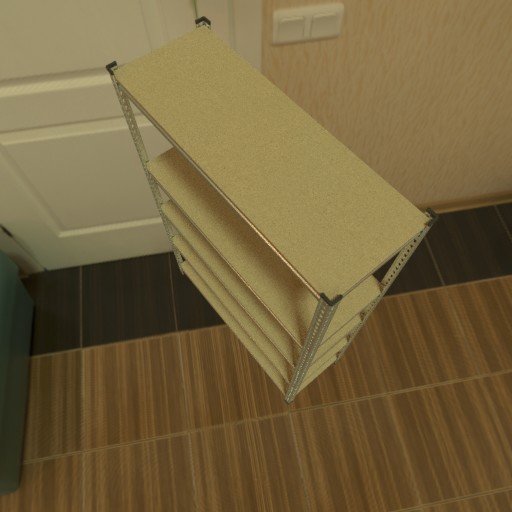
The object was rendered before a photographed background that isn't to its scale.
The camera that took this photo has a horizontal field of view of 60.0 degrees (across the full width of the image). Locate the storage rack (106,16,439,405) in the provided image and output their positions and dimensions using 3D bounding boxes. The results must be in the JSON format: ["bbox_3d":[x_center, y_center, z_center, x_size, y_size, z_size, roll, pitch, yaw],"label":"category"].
[{"bbox_3d":[0.000,0.000,2.312,0.457,1.829,1.219,-36,69,-17],"label":"storage rack"}]
